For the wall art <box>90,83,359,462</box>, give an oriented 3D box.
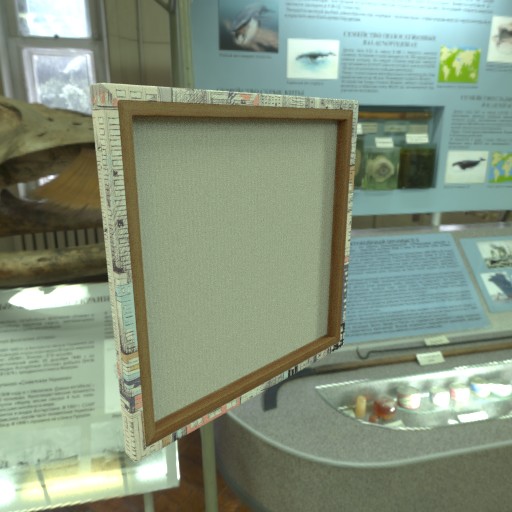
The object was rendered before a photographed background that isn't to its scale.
[{"bbox_3d":[0.000,0.000,1.109,0.761,0.762,0.048,-15,22,-42],"label":"wall art"}]
